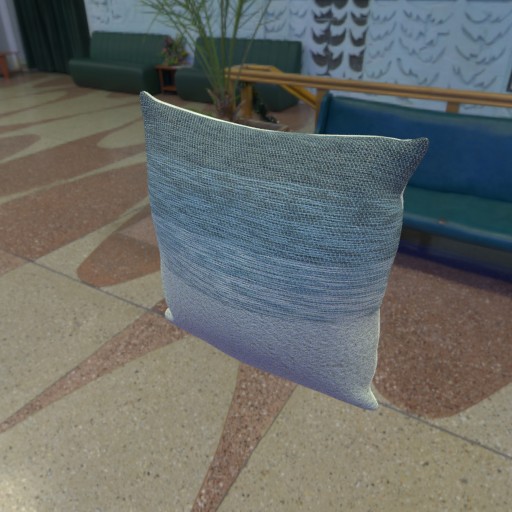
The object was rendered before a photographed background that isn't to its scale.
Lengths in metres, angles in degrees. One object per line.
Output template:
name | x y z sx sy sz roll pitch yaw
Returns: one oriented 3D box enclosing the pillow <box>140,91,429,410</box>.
pillow | 0.000 0.000 0.678 0.440 0.441 0.182 18 35 28
